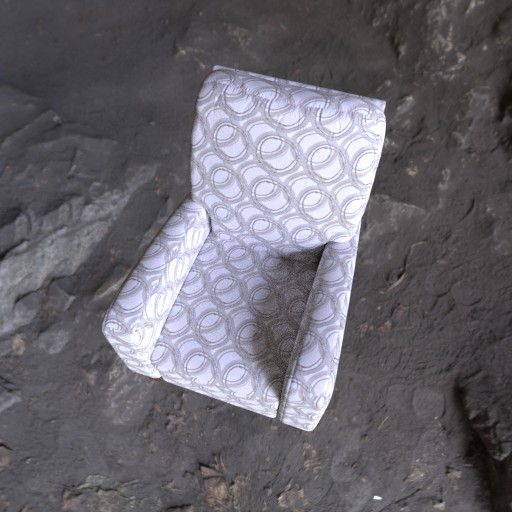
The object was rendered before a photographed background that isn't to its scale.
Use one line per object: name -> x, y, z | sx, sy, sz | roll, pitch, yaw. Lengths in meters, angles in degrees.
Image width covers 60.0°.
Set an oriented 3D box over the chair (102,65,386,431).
chair -> 0.000, 0.000, 1.721 | 0.796, 1.065, 0.995 | 16, 60, 9
